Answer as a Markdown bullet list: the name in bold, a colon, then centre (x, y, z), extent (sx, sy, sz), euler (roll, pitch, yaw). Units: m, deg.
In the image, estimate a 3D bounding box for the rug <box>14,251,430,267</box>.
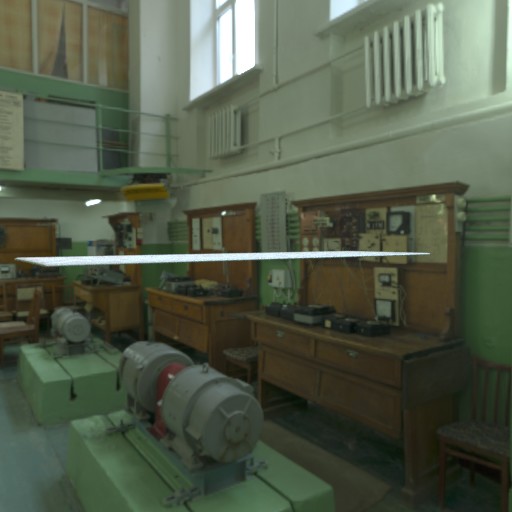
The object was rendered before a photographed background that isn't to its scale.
- **rug**: centre (0.000, 0.000, 2.362), extent (2.196, 0.011, 0.662), euler (-1, 2, -36)
